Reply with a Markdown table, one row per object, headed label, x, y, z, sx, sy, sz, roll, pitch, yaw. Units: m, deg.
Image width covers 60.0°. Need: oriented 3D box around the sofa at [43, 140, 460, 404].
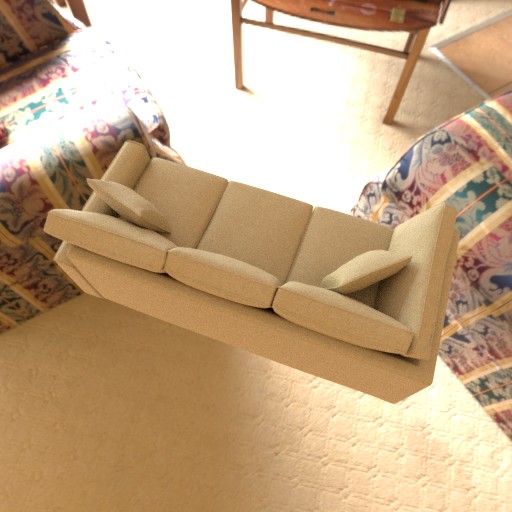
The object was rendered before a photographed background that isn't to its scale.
| label | x | y | z | sx | sy | sz | roll | pitch | yaw |
| --- | --- | --- | --- | --- | --- | --- | --- | --- | --- |
| sofa | 0.000 | 0.000 | 2.910 | 2.317 | 0.962 | 1.061 | 18 | 65 | 9 |
